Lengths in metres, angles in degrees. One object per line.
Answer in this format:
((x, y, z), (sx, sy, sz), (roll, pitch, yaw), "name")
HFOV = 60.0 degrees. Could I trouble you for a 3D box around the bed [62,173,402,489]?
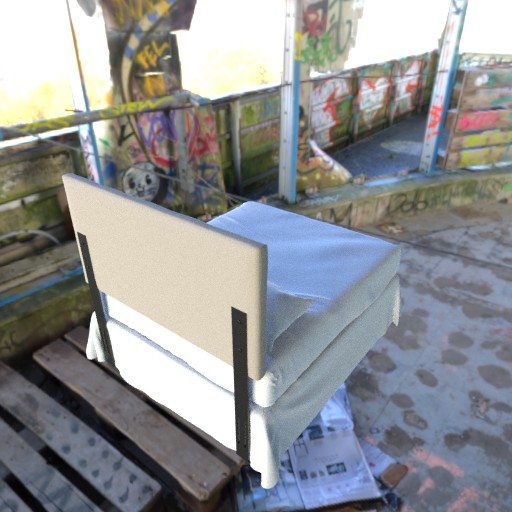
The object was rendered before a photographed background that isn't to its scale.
((0.000, 0.000, 3.528), (1.936, 1.577, 2.222), (21, 36, 32), "bed")
